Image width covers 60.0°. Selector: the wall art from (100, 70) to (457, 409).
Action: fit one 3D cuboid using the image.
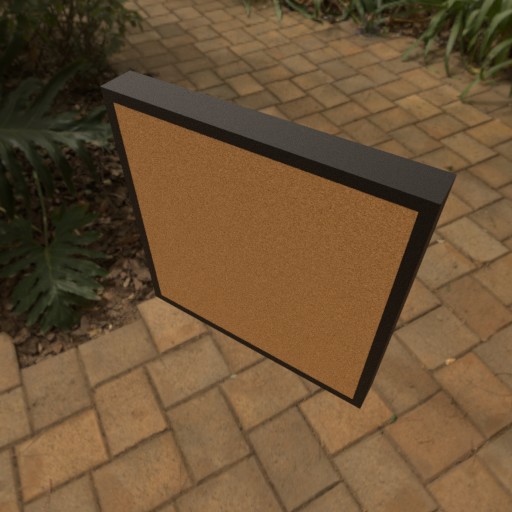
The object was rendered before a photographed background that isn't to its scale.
[{"bbox_3d":[0.000,0.000,0.462,0.305,0.304,0.038,25,52,21],"label":"wall art"}]
